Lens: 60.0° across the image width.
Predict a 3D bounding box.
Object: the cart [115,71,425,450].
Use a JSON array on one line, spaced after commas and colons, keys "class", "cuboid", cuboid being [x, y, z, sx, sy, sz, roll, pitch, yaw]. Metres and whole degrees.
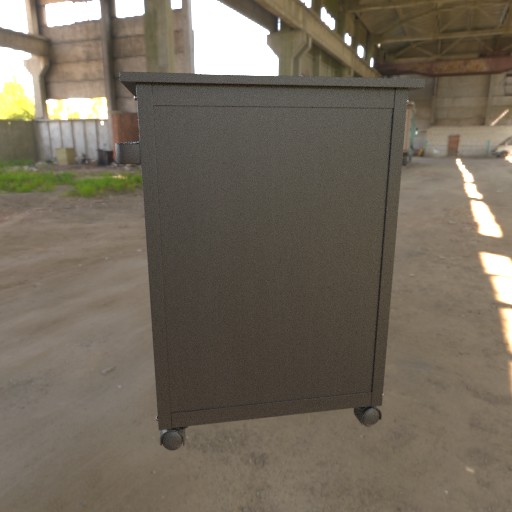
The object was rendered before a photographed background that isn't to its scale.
[{"class": "cart", "cuboid": [0.000, 0.000, 1.230, 0.660, 0.879, 0.456, -3, 15, -10]}]
